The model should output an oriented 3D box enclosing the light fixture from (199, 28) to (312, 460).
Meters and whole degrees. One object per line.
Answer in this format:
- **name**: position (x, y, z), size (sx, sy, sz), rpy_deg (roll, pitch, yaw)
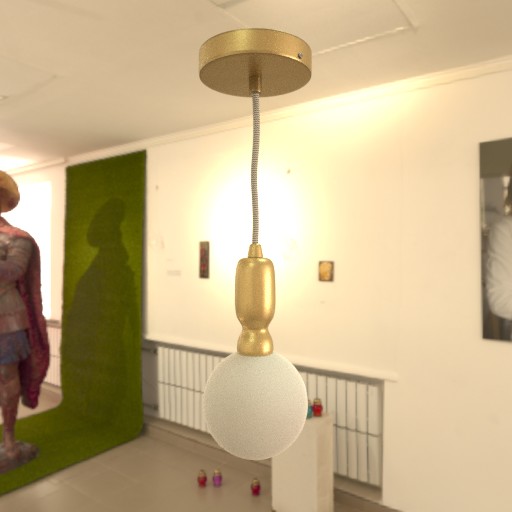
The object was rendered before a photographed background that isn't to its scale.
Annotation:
- **light fixture**: position (0.000, 0.000, 0.568), size (0.147, 0.510, 0.146), rpy_deg (0, 0, 36)
